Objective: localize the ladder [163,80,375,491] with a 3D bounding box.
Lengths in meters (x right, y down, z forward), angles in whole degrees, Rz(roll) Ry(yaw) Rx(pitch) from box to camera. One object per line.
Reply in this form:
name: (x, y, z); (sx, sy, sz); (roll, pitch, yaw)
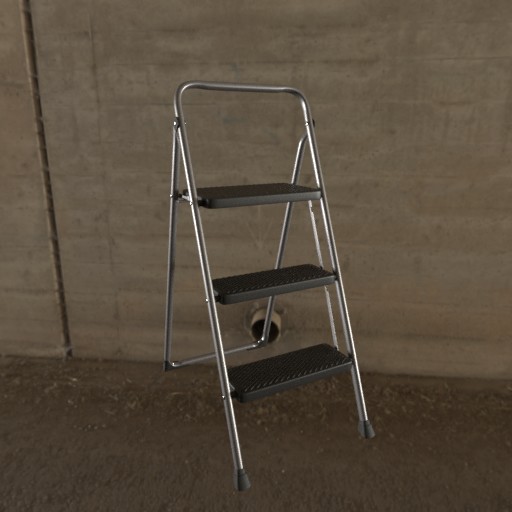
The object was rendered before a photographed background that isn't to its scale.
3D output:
ladder: (0.000, 0.000, 1.276); (0.430, 0.945, 0.629); (-8, 18, -27)
